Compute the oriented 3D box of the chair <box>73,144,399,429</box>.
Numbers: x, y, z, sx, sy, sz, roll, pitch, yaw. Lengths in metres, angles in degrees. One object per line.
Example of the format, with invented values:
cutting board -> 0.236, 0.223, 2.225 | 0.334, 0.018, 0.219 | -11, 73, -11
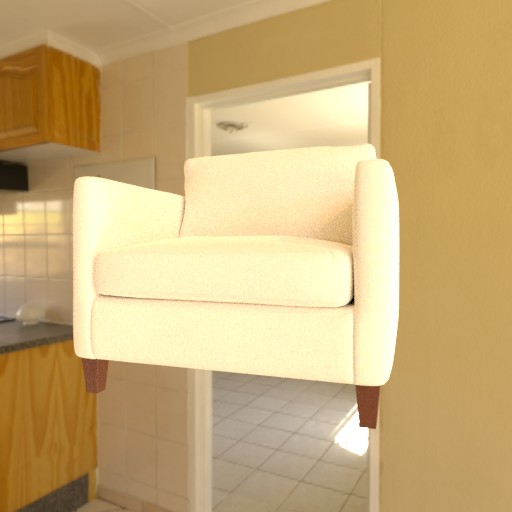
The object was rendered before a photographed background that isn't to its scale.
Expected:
chair -> 0.000, 0.000, 1.670 | 1.019, 0.885, 0.878 | 0, 1, 19
